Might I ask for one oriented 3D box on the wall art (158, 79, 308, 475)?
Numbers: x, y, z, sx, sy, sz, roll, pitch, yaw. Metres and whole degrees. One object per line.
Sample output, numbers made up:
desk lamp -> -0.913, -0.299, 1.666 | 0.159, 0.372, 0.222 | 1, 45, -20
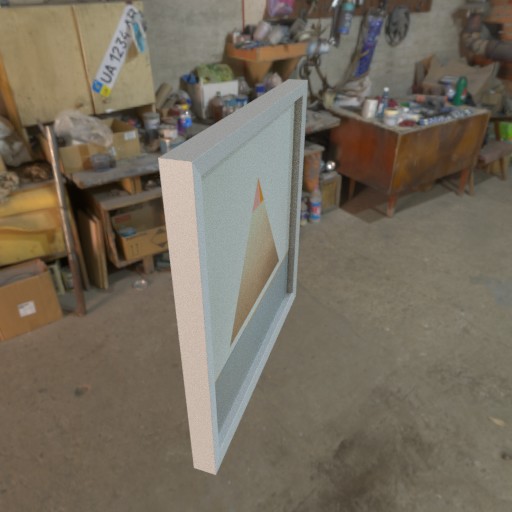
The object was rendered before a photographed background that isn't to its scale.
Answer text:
wall art -> 0.000, 0.000, 1.980 | 0.098, 1.291, 1.289 | 10, 32, 16
